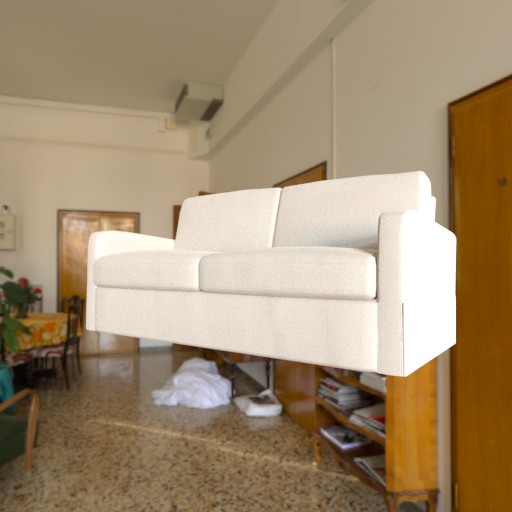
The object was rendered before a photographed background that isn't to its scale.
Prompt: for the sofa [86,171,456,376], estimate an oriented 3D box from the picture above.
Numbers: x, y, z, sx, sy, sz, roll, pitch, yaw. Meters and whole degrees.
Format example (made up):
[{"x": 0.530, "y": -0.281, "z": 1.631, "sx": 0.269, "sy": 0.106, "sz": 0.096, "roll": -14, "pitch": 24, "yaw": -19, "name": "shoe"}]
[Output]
[{"x": 0.000, "y": 0.000, "z": 2.330, "sx": 1.808, "sy": 0.831, "sz": 0.894, "roll": -1, "pitch": -1, "yaw": 36, "name": "sofa"}]
